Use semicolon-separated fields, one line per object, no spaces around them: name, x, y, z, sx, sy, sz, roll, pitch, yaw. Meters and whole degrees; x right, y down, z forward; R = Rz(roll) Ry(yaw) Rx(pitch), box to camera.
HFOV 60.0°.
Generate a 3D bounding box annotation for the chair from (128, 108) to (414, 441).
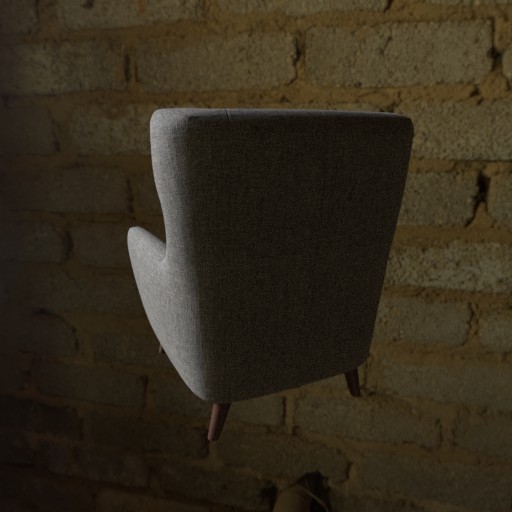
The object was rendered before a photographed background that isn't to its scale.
chair;0.000;0.000;1.737;0.878;1.063;0.904;-7;17;-25
